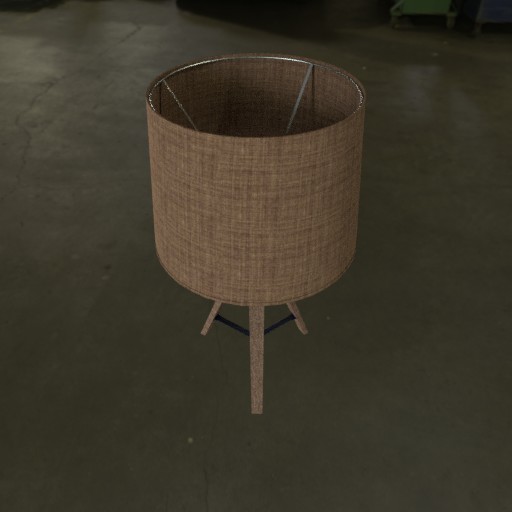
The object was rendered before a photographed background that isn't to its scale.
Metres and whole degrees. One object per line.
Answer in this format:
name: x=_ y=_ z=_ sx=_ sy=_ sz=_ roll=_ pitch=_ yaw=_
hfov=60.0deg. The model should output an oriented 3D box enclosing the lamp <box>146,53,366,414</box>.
lamp: x=0.000 y=0.000 z=0.677 sx=0.290 sy=0.514 sz=0.290 roll=0 pitch=42 yaw=0
